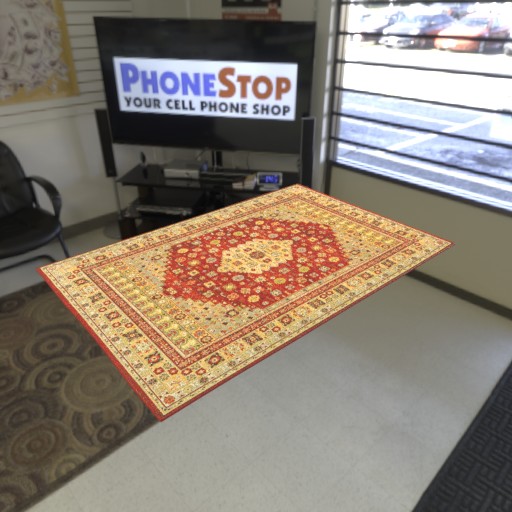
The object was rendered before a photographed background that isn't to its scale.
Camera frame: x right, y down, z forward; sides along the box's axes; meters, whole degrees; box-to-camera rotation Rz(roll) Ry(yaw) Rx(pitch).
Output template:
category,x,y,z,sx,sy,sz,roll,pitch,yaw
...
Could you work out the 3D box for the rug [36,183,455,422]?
category,x,y,z,sx,sy,sz,roll,pitch,yaw
rug,0.000,0.000,2.271,1.802,0.013,1.194,-23,37,-34
